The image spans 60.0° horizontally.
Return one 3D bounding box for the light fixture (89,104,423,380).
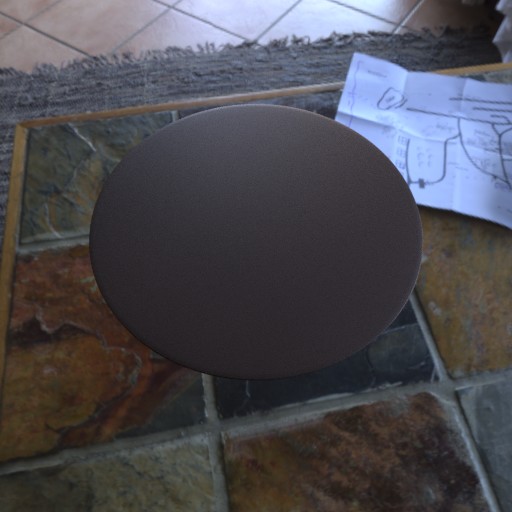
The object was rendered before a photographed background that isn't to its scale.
[{"bbox_3d":[0.000,0.000,0.435,0.280,0.135,0.280,0,59,0],"label":"light fixture"}]
